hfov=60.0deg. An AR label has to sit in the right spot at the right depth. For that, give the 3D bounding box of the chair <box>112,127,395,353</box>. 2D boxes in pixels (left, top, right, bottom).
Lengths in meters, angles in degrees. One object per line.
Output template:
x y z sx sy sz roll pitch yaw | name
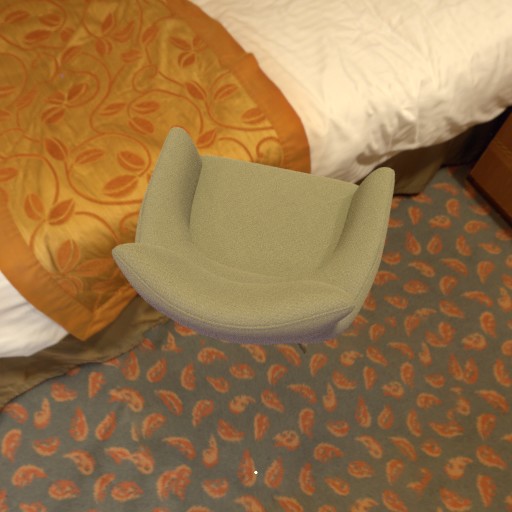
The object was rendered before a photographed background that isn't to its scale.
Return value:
0.000 0.000 1.418 0.760 0.810 0.730 12 65 6 | chair
